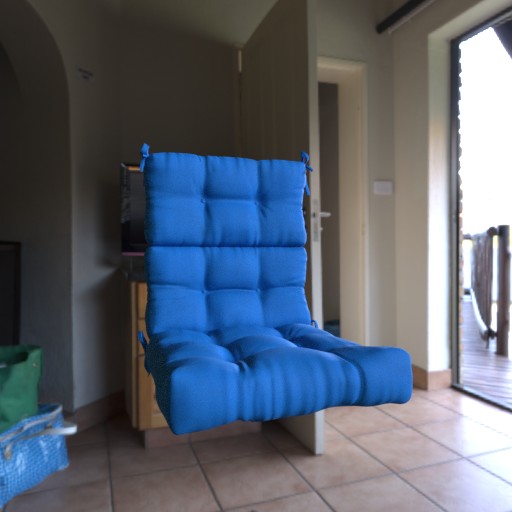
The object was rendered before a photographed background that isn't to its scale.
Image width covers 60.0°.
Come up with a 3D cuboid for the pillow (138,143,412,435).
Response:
[{"bbox_3d":[0.000,0.000,1.039,0.519,0.605,0.571,0,1,-18],"label":"pillow"}]
